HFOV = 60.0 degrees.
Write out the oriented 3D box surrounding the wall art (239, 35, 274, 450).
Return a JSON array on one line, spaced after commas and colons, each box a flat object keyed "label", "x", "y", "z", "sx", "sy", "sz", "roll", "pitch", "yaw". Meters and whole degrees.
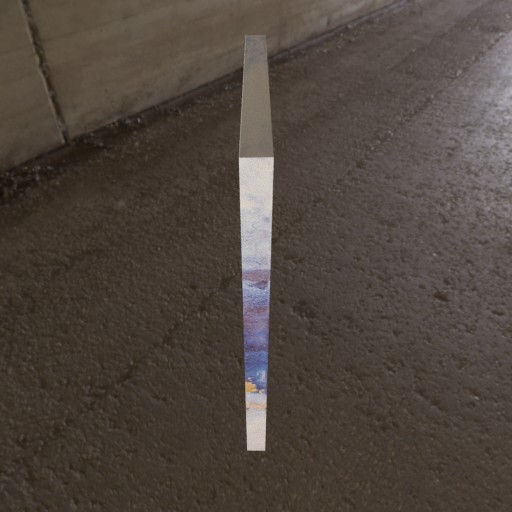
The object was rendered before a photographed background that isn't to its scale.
[{"label": "wall art", "x": 0.000, "y": 0.000, "z": 1.115, "sx": 0.048, "sy": 0.874, "sz": 0.583, "roll": 0, "pitch": 41, "yaw": 0}]
